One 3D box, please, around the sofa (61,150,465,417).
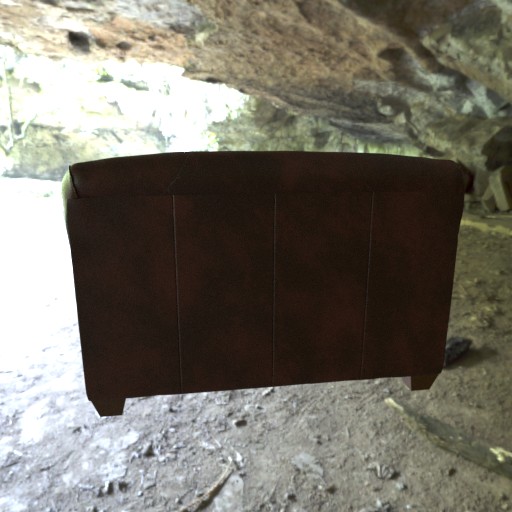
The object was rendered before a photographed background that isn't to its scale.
[{"bbox_3d":[0.000,0.000,2.035,1.413,0.956,1.000,-2,15,-8],"label":"sofa"}]
